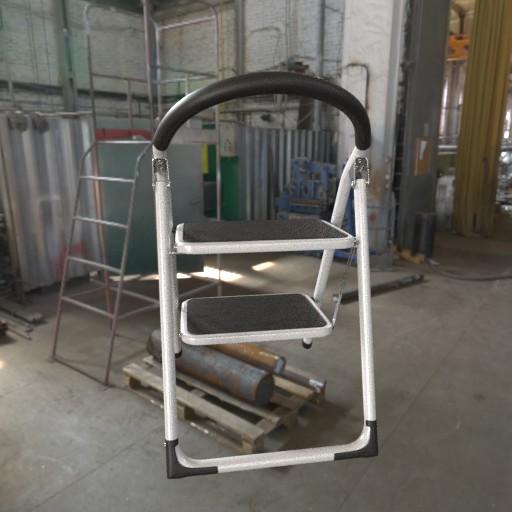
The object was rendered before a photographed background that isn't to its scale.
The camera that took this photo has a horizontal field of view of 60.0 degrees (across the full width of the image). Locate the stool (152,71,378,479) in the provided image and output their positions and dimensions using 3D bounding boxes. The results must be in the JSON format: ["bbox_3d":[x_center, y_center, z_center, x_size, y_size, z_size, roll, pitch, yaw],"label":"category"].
[{"bbox_3d":[0.000,0.000,1.073,0.453,0.760,0.559,-2,14,-9],"label":"stool"}]
